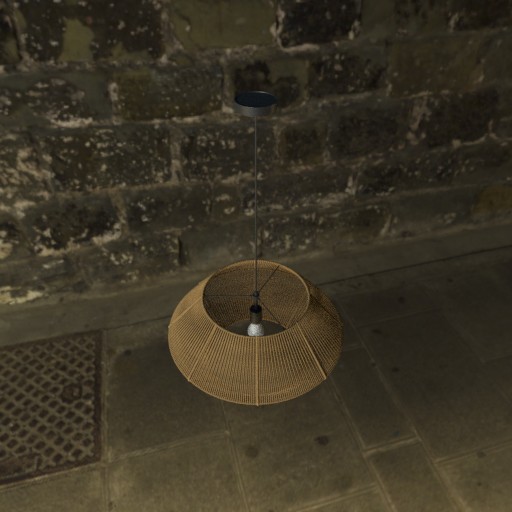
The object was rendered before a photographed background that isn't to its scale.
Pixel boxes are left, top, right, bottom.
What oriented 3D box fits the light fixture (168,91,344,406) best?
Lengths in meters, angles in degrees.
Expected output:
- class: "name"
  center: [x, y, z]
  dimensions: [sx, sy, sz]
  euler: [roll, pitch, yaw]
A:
- class: "light fixture"
  center: [0.000, 0.000, 1.411]
  dimensions: [0.643, 1.009, 0.643]
  euler: [0, 40, 0]
